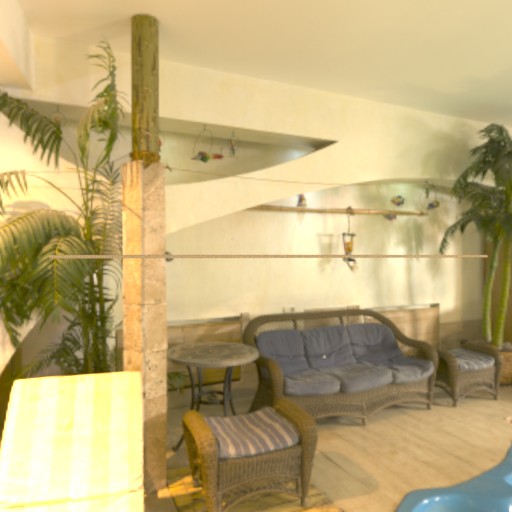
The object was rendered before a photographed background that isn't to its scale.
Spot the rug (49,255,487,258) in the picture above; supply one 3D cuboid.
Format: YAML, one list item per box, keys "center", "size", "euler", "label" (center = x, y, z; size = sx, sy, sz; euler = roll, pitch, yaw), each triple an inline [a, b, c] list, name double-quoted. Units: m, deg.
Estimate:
- center: [0.000, 0.000, 2.898]
  size: [2.290, 0.014, 1.526]
  euler: [0, 0, -17]
  label: "rug"
